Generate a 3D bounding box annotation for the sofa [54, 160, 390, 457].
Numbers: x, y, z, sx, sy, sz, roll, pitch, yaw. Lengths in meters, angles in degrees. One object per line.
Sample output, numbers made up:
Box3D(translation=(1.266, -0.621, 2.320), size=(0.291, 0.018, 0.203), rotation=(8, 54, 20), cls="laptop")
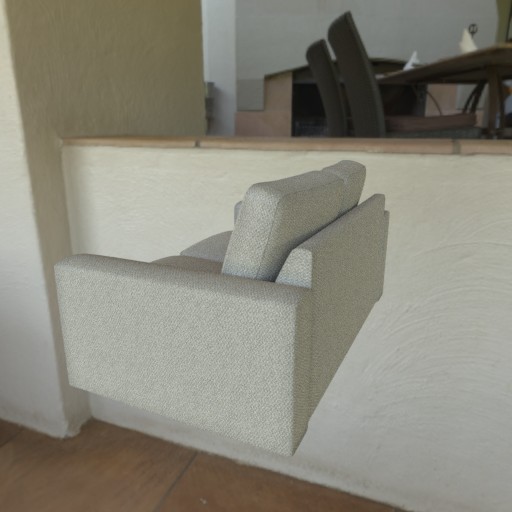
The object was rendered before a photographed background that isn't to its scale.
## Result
Box3D(translation=(0.000, 0.000, 2.199), size=(1.016, 0.873, 1.616), rotation=(8, 18, 24), cls="sofa")
